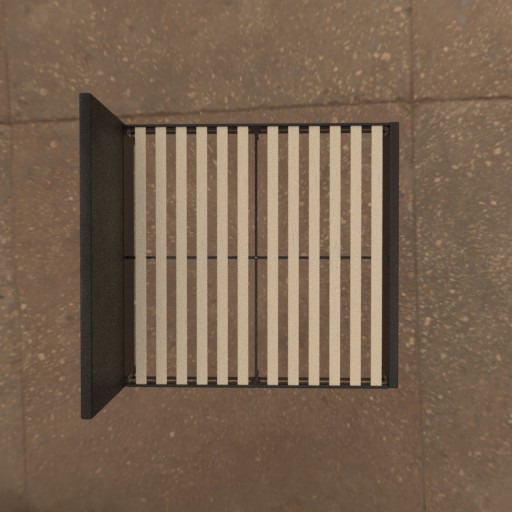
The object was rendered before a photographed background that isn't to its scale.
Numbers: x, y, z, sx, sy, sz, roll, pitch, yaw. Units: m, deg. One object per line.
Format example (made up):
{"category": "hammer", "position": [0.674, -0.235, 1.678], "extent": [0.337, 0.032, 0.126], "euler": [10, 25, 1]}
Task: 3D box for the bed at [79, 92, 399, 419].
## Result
{"category": "bed", "position": [0.000, 0.000, 3.223], "extent": [2.152, 1.046, 2.018], "euler": [0, 91, 1]}
